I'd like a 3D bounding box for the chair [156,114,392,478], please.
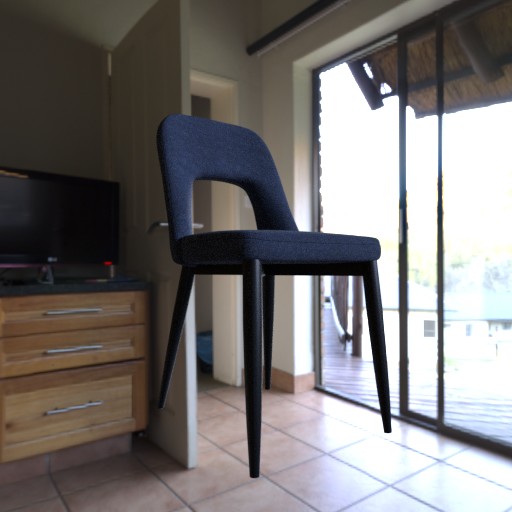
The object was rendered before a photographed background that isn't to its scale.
[{"bbox_3d":[0.000,0.000,1.274,0.470,0.931,0.612,1,-1,-34],"label":"chair"}]
